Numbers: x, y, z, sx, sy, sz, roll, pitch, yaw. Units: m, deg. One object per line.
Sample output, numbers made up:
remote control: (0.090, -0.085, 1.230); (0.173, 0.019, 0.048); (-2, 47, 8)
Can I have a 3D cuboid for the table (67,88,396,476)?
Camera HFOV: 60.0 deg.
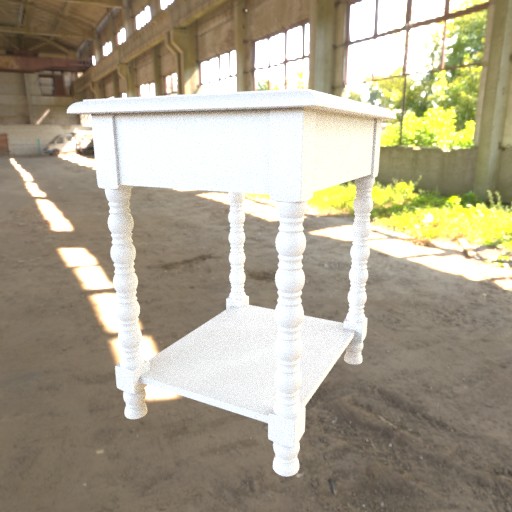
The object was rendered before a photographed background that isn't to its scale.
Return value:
table: (0.000, 0.000, 0.820); (0.381, 0.531, 0.460); (8, 17, 26)
